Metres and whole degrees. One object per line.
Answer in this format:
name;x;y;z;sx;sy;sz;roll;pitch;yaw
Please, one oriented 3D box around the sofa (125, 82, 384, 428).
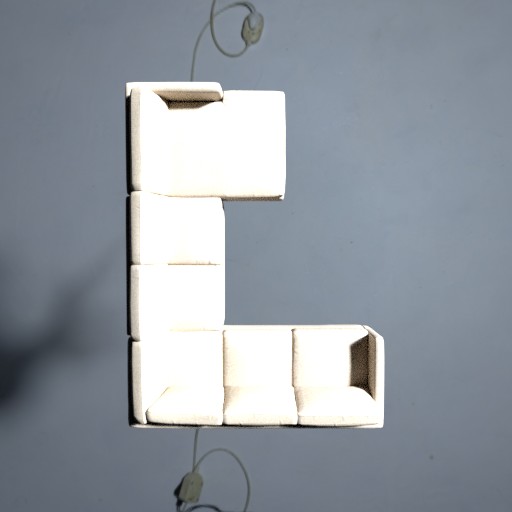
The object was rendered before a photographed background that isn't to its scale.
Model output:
sofa;0.000;0.000;4.637;2.594;0.961;3.460;0;92;0
